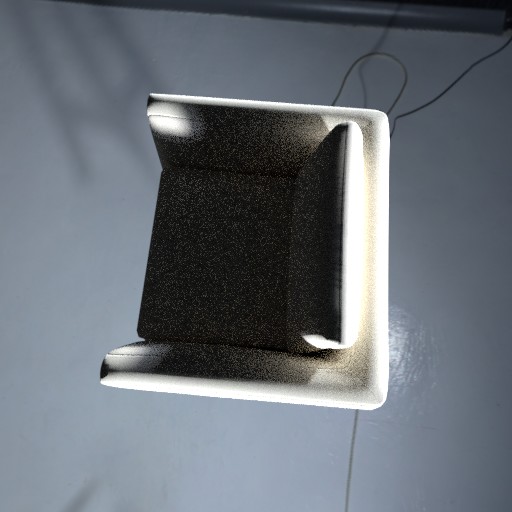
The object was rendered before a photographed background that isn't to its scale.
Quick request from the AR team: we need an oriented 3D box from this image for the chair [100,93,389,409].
[{"bbox_3d":[0.000,0.000,1.715,0.889,0.865,1.041,5,75,1],"label":"chair"}]
